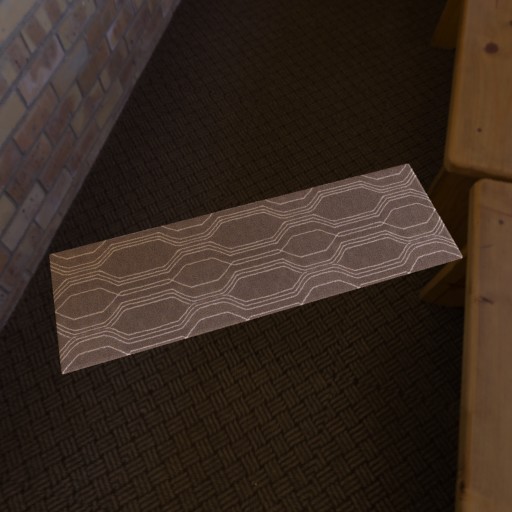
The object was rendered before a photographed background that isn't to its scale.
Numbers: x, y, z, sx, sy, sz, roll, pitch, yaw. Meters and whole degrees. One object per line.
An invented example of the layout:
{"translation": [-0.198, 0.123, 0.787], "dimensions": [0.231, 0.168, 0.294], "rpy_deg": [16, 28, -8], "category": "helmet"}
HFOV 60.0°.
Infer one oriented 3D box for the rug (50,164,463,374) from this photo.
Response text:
{"translation": [0.000, 0.000, 2.765], "dimensions": [2.464, 0.012, 0.773], "rpy_deg": [-15, 64, -8], "category": "rug"}
